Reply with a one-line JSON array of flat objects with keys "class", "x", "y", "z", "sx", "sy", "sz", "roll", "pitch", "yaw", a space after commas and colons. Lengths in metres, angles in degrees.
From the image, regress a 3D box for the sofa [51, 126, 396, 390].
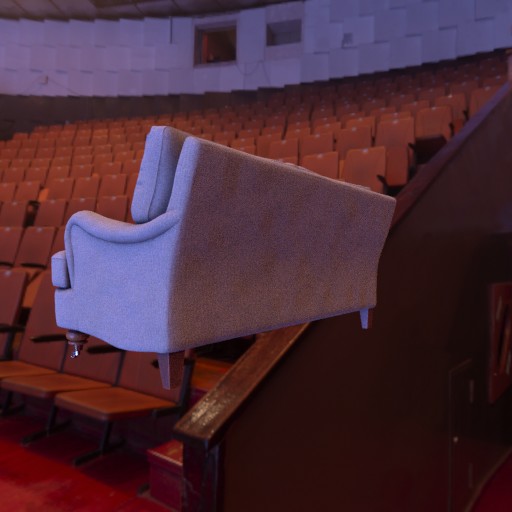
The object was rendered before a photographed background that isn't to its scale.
[{"class": "sofa", "x": 0.000, "y": 0.000, "z": 2.809, "sx": 1.069, "sy": 1.096, "sz": 2.193, "roll": 0, "pitch": 0, "yaw": 37}]
